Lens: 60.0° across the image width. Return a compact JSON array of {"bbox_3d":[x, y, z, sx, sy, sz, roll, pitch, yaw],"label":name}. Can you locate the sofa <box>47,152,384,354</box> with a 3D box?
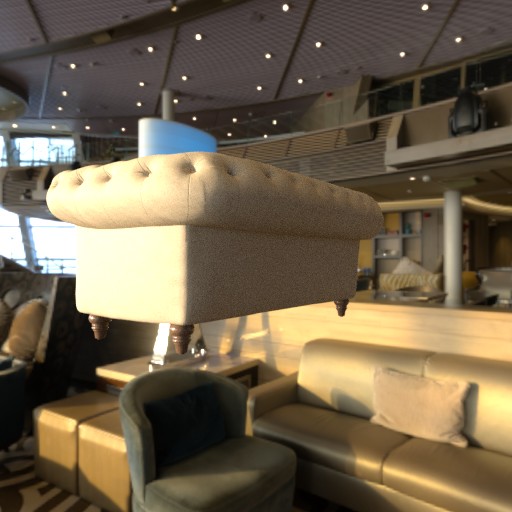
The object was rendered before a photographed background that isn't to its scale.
[{"bbox_3d":[0.000,0.000,2.571,1.069,0.835,1.988,0,-1,37],"label":"sofa"}]
